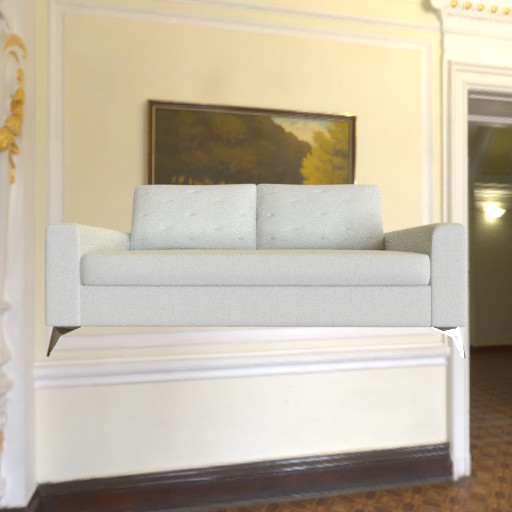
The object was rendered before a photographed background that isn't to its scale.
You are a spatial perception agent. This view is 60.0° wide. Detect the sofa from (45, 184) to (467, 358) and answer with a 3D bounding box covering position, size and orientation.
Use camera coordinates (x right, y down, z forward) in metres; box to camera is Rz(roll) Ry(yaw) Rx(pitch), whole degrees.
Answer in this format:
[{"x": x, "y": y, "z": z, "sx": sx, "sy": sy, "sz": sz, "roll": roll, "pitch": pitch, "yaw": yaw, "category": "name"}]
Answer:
[{"x": 0.000, "y": 0.000, "z": 2.134, "sx": 1.650, "sy": 0.790, "sz": 0.920, "roll": 0, "pitch": 0, "yaw": 1, "category": "sofa"}]
